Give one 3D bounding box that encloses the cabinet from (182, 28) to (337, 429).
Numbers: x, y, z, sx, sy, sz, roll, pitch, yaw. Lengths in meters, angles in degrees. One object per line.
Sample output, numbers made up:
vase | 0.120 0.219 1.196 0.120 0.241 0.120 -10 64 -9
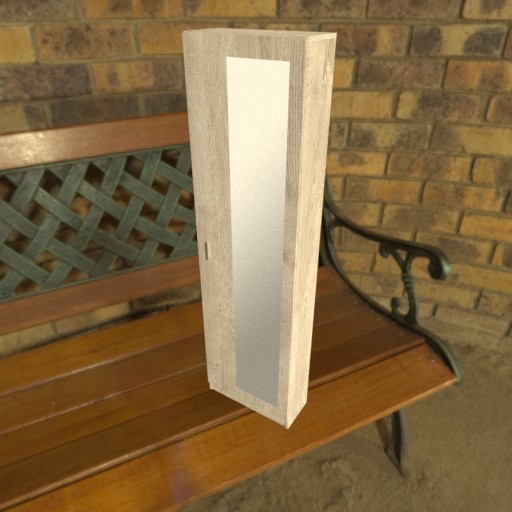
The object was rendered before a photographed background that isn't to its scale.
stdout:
cabinet | 0.000 0.000 1.981 0.500 1.790 0.230 18 35 28
